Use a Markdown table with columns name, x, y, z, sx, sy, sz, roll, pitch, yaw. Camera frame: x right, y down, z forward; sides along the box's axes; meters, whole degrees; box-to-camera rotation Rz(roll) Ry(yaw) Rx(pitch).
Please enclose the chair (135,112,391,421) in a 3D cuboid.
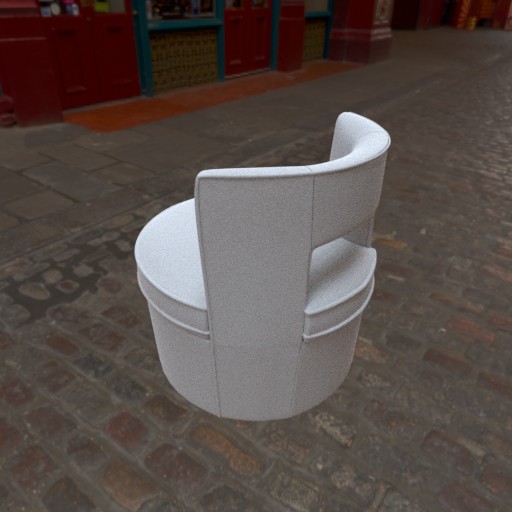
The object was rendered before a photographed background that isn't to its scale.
| name | x | y | z | sx | sy | sz | roll | pitch | yaw |
| --- | --- | --- | --- | --- | --- | --- | --- | --- | --- |
| chair | 0.000 | 0.000 | 1.253 | 0.665 | 0.723 | 0.650 | 21 | 37 | 31 |
